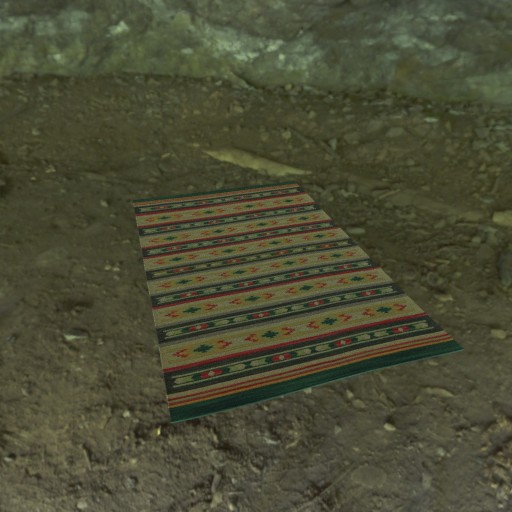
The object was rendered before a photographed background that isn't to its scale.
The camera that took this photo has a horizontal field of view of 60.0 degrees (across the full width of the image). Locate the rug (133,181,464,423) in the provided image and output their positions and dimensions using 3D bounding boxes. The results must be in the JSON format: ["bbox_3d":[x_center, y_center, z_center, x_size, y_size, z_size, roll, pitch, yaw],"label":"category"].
[{"bbox_3d":[0.000,0.000,3.098,1.520,0.011,2.447,-9,32,-15],"label":"rug"}]
